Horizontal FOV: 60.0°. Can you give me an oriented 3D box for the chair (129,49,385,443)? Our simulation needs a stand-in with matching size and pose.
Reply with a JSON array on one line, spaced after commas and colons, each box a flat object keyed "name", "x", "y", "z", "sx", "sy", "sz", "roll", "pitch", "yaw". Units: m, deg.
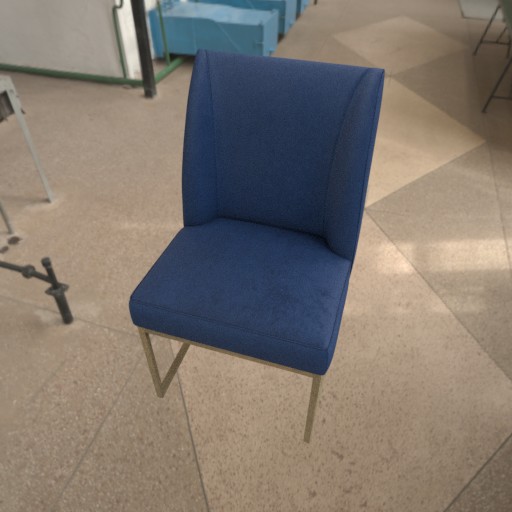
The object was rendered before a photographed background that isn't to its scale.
[{"name": "chair", "x": 0.000, "y": 0.000, "z": 1.182, "sx": 0.508, "sy": 0.863, "sz": 0.522, "roll": 12, "pitch": 44, "yaw": 13}]
